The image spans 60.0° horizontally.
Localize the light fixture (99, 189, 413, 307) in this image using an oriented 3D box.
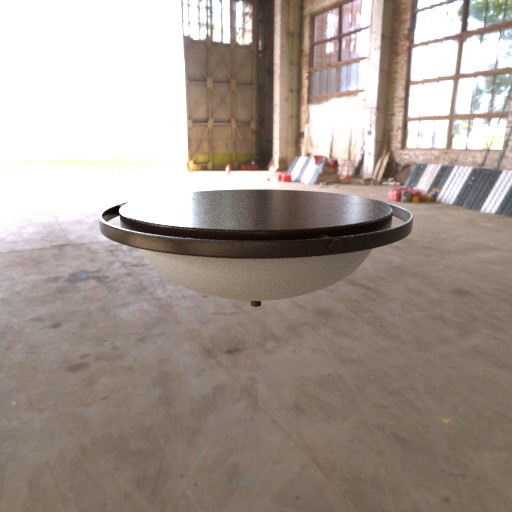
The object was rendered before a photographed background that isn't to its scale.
[{"bbox_3d":[0.000,0.000,0.553,0.361,0.130,0.361,0,15,0],"label":"light fixture"}]
